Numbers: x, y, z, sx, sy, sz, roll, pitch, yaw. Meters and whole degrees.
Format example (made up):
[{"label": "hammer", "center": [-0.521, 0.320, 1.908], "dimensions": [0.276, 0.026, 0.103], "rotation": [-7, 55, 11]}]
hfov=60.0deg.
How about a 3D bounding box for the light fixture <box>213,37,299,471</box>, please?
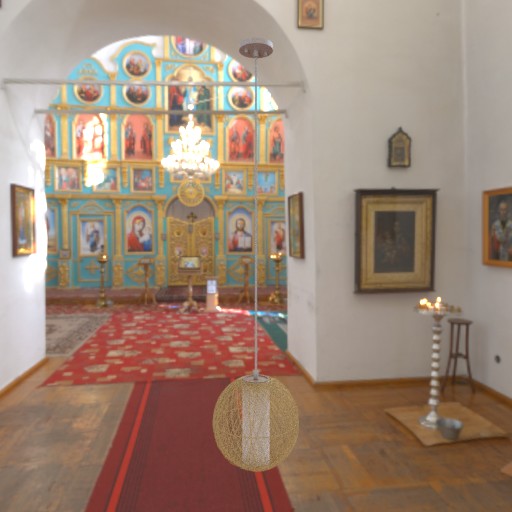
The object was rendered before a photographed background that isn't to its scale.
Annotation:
[{"label": "light fixture", "center": [0.000, 0.000, 2.074], "dimensions": [0.406, 1.955, 0.407], "rotation": [1, 1, 37]}]
